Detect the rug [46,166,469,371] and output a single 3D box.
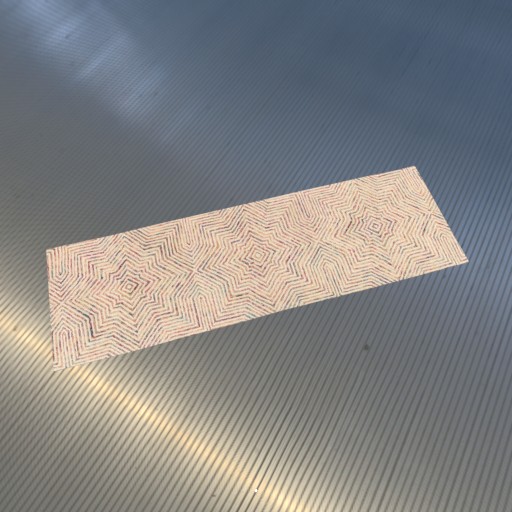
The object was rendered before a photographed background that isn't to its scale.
[{"bbox_3d":[0.000,0.000,2.679,2.443,0.009,0.771,-14,63,-7],"label":"rug"}]
